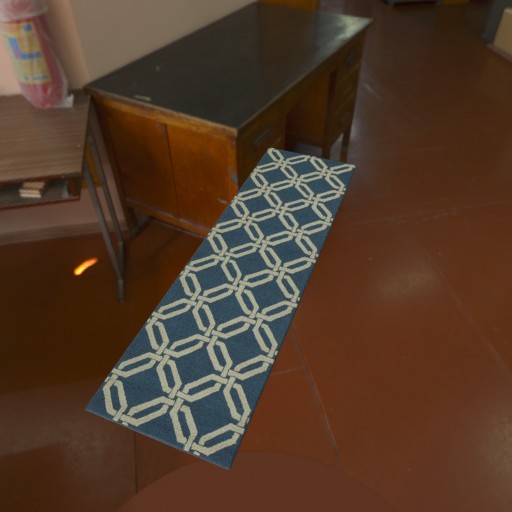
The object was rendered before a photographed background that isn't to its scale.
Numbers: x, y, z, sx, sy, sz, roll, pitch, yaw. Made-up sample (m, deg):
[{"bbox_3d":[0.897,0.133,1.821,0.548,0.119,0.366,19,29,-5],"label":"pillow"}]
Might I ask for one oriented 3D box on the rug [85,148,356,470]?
[{"bbox_3d":[0.000,0.000,2.560,0.678,0.014,2.276,15,47,15],"label":"rug"}]
